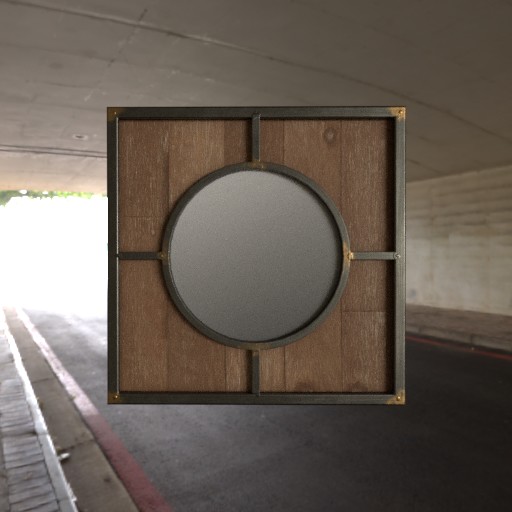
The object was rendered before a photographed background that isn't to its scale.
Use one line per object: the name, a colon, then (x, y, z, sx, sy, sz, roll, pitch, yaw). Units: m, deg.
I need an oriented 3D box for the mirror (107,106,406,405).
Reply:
mirror: (0.000, 0.000, 0.574, 0.382, 0.381, 0.020, 0, 0, 1)
